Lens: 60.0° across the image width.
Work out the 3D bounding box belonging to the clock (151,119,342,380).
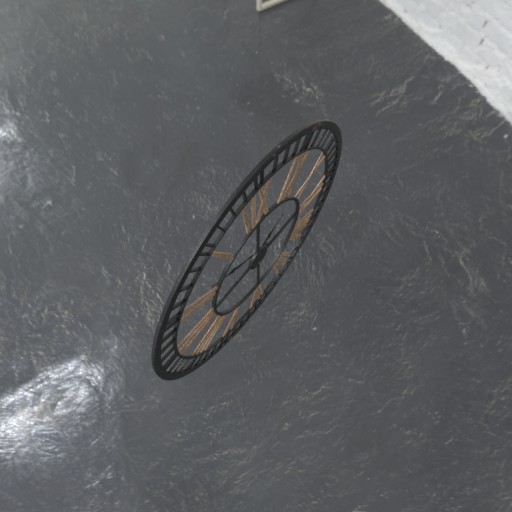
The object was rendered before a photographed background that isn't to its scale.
[{"bbox_3d":[0.000,0.000,1.276,0.025,0.843,0.843,34,68,16],"label":"clock"}]
